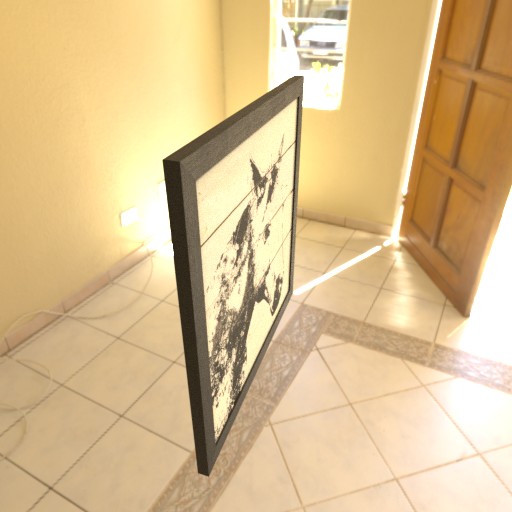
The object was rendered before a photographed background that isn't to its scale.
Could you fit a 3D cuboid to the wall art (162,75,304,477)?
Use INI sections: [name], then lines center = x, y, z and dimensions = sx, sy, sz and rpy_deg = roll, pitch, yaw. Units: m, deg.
[wall art]
center = 0.000, 0.000, 1.530
dimensions = 0.038, 1.016, 1.016
rpy_deg = 10, 33, 16
